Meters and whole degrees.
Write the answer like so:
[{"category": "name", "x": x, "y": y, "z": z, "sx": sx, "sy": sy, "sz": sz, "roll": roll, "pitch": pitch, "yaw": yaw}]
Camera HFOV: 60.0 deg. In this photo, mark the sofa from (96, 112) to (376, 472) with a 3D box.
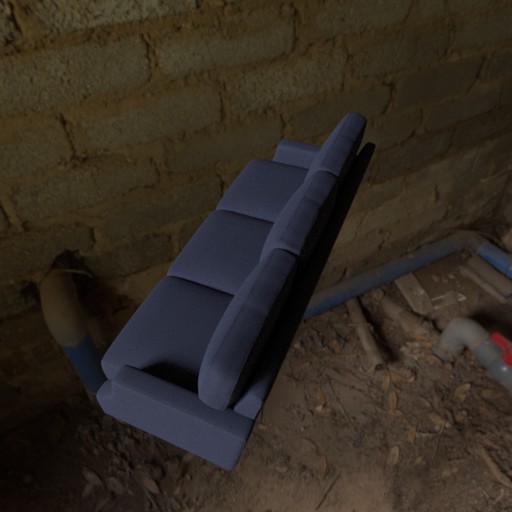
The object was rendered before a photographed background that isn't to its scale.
[{"category": "sofa", "x": 0.000, "y": 0.000, "z": 2.614, "sx": 0.888, "sy": 0.984, "sz": 2.115, "roll": 17, "pitch": 49, "yaw": 16}]
